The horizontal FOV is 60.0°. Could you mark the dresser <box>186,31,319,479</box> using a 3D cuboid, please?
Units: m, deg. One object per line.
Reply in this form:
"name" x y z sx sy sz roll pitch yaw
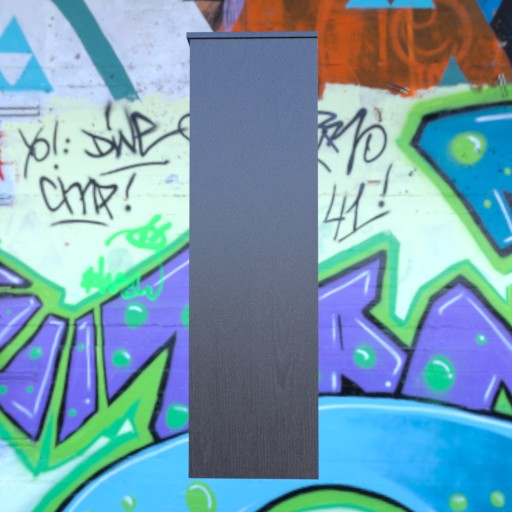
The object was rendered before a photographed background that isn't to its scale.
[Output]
"dresser" 0.000 0.000 1.590 0.418 1.254 0.704 0 -1 1
